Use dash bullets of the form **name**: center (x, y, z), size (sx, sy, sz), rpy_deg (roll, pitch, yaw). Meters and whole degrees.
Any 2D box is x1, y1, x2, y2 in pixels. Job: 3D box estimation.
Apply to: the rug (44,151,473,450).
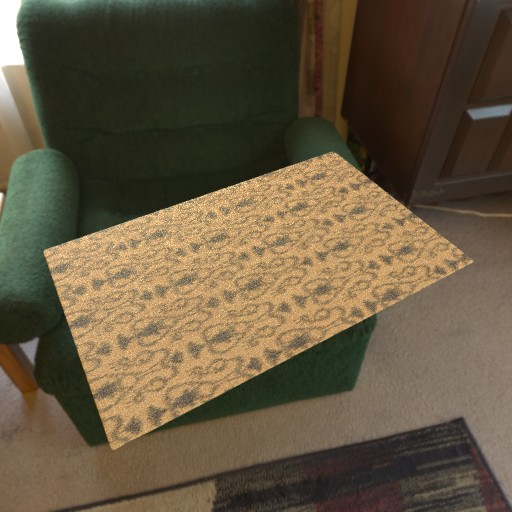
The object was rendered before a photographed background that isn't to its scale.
- **rug**: center (0.000, 0.000, 2.001), size (1.652, 0.006, 1.035), rpy_deg (-22, 50, -21)
